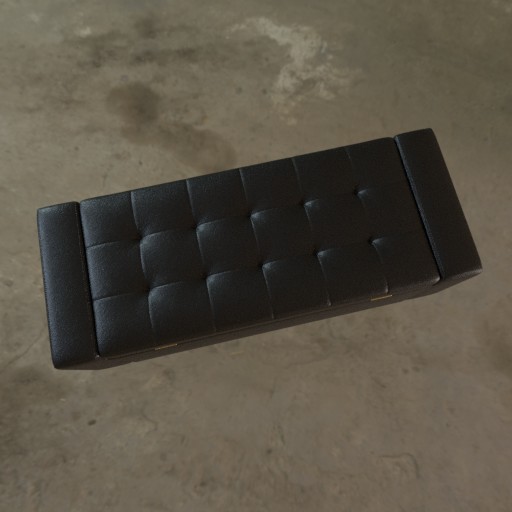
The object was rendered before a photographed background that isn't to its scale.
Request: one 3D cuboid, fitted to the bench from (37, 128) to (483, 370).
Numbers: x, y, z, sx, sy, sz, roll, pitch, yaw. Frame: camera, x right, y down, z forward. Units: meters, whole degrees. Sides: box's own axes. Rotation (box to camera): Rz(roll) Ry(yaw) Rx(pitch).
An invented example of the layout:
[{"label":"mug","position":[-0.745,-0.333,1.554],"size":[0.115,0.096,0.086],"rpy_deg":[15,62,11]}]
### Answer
[{"label":"bench","position":[0.000,0.000,1.546],"size":[1.296,0.445,0.508],"rpy_deg":[-12,76,-3]}]
